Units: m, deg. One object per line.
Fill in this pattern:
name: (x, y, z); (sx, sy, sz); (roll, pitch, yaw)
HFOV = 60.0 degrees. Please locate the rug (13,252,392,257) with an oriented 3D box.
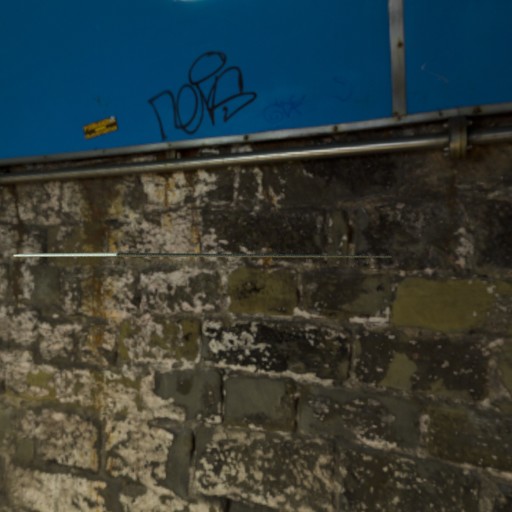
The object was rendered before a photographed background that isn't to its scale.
rug: (0.000, 0.000, 2.367); (0.662, 0.011, 2.196); (0, 0, 38)
